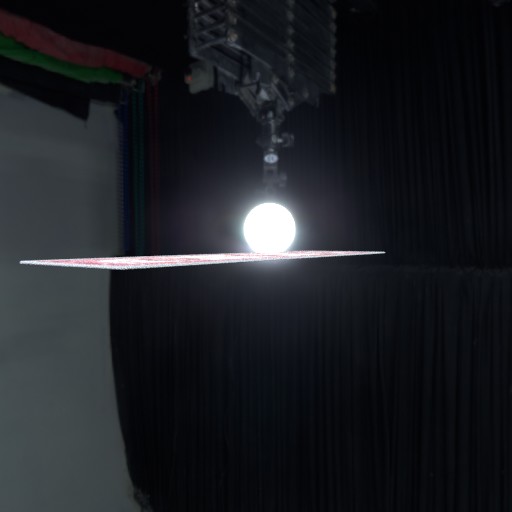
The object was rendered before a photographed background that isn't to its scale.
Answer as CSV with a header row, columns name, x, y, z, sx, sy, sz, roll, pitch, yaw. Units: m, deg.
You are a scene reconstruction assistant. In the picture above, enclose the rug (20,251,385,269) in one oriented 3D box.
name,x,y,z,sx,sy,sz,roll,pitch,yaw
rug,0.000,0.000,2.491,0.666,0.011,2.294,1,2,36
